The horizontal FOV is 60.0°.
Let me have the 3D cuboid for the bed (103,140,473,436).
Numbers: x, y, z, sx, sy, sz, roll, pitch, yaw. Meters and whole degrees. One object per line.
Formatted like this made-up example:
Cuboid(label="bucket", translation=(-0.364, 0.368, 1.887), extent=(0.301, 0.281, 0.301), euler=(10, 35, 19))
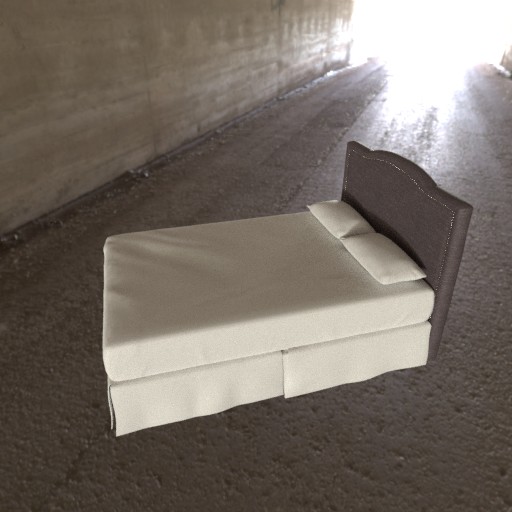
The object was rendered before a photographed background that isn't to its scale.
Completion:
Cuboid(label="bed", translation=(0.000, 0.000, 3.588), extent=(2.507, 1.441, 1.741), euler=(-8, 31, -14))
